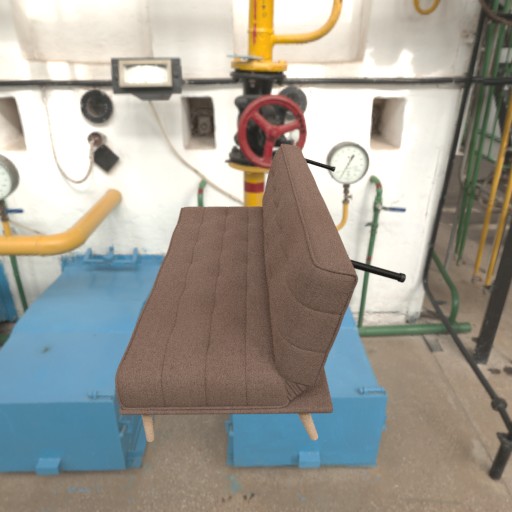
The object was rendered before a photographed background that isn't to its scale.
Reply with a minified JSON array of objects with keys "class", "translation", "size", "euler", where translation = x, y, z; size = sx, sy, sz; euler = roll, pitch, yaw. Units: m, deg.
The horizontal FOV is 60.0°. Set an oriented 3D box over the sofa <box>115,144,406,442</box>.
[{"class":"sofa","translation":[0.000,0.000,2.337],"size":[1.038,0.810,1.820],"euler":[0,26,0]}]
